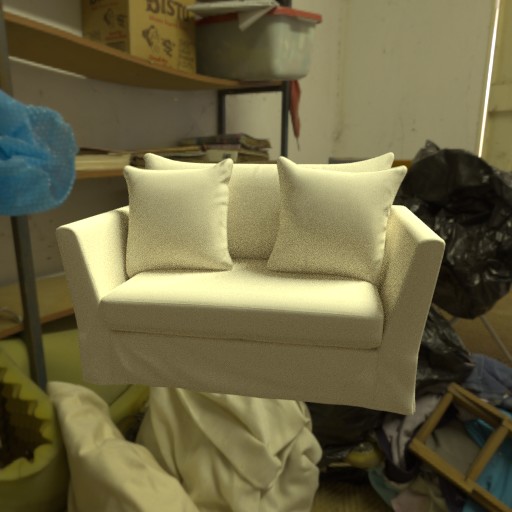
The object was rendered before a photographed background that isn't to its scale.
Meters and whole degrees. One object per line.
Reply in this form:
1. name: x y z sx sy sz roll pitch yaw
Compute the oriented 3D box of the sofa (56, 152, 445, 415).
1. sofa: 0.000 0.000 2.301 1.608 1.039 1.026 2 15 9
